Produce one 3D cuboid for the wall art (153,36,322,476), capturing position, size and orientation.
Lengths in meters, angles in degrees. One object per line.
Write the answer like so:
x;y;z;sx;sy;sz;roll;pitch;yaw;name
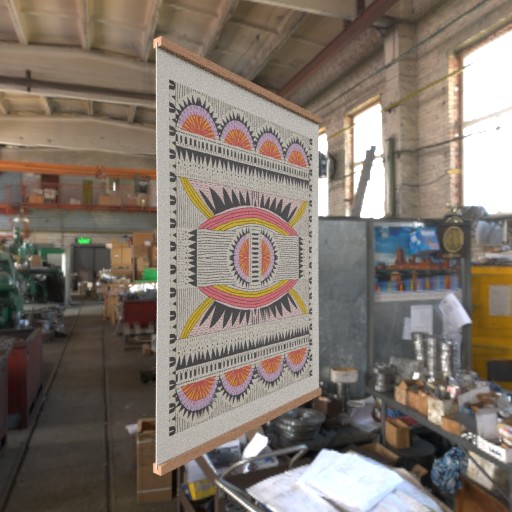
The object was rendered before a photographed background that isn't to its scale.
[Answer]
0.000;0.000;1.334;0.028;1.016;0.765;0;0;37;wall art
